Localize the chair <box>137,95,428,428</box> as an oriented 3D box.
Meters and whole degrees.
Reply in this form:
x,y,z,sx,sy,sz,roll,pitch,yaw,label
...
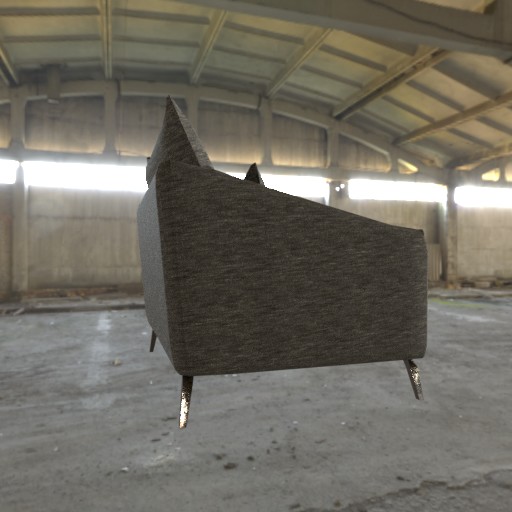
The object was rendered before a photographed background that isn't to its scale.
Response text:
x,y,z,sx,sy,sz,roll,pitch,yaw,label
0.000,0.000,1.634,0.805,0.842,1.004,0,0,-18,chair
